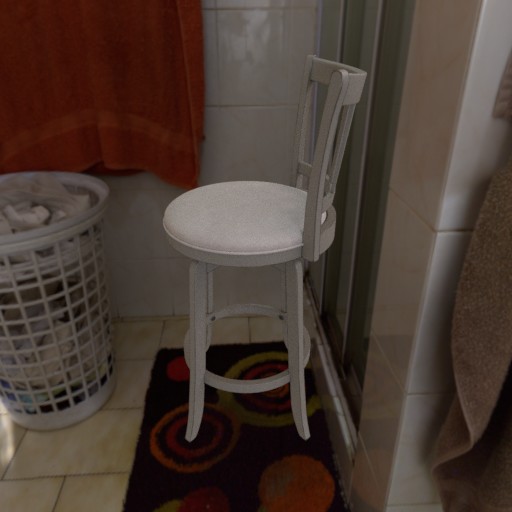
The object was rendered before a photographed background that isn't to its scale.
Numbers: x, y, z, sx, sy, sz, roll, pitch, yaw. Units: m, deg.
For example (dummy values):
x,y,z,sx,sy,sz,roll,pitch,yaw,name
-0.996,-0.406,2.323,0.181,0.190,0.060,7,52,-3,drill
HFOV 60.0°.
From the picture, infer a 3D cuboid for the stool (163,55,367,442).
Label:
x,y,z,sx,sy,sz,roll,pitch,yaw,name
0.000,0.000,1.232,0.486,0.994,0.450,0,28,-1,stool
